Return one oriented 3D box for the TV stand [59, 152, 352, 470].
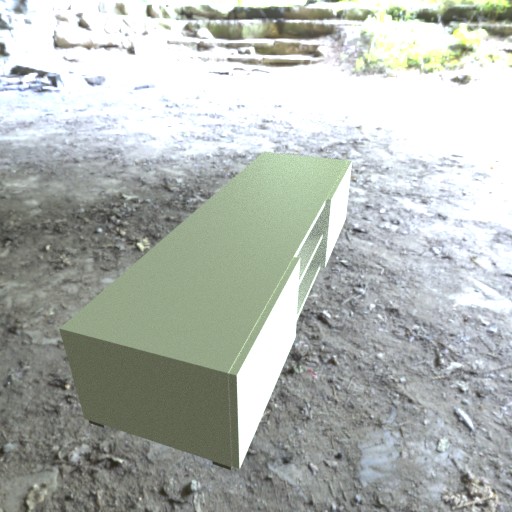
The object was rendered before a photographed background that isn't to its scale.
[{"bbox_3d":[0.000,0.000,1.561,0.420,0.310,1.400,10,31,17],"label":"TV stand"}]
